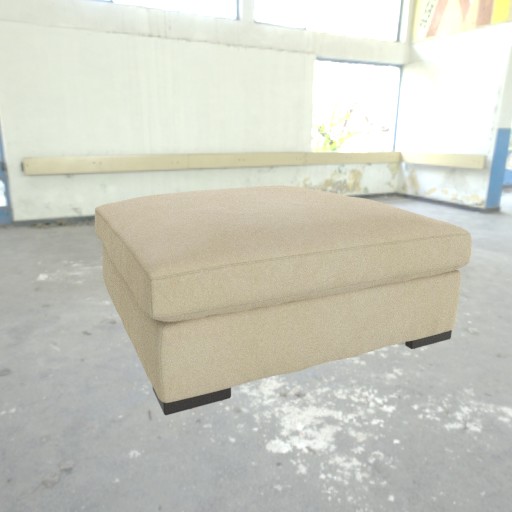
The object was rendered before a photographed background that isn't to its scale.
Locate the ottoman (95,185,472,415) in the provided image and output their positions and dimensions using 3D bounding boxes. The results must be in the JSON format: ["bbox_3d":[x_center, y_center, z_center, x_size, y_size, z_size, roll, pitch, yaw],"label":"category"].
[{"bbox_3d":[0.000,0.000,1.899,1.190,0.522,1.205,-7,17,-25],"label":"ottoman"}]
